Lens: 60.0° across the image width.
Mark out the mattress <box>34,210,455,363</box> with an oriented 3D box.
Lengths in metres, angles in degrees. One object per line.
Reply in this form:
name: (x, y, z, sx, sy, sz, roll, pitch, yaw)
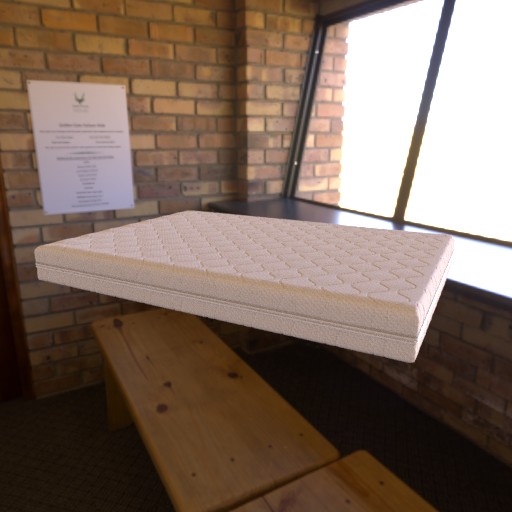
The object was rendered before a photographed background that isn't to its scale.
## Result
mattress: (0.000, 0.000, 2.561, 2.000, 0.200, 1.400, 8, 17, 27)
